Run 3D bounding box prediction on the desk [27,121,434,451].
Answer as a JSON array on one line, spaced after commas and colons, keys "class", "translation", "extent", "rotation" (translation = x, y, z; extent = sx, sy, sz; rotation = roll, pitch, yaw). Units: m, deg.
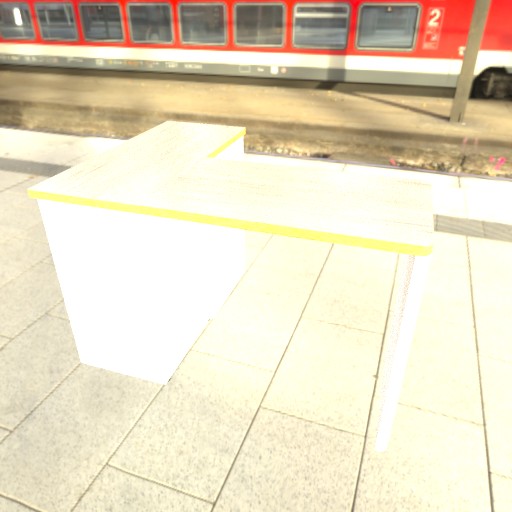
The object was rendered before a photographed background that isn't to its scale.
[{"class": "desk", "translation": [0.000, 0.000, 1.751], "extent": [1.170, 0.760, 0.900], "rotation": [9, 32, 16]}]
